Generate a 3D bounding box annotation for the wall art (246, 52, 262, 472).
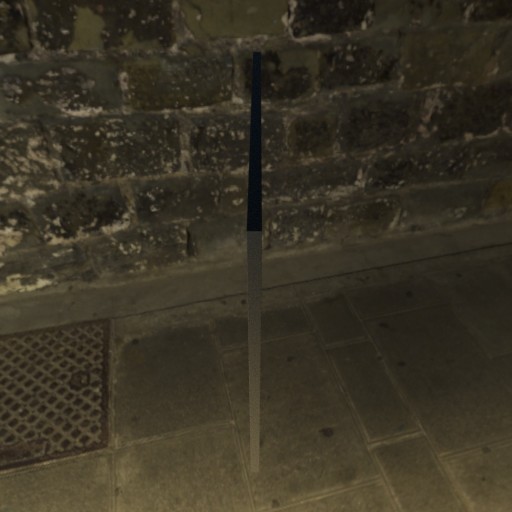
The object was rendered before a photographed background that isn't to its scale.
[{"bbox_3d":[0.000,0.000,1.203,0.022,0.807,0.807,0,41,0],"label":"wall art"}]
